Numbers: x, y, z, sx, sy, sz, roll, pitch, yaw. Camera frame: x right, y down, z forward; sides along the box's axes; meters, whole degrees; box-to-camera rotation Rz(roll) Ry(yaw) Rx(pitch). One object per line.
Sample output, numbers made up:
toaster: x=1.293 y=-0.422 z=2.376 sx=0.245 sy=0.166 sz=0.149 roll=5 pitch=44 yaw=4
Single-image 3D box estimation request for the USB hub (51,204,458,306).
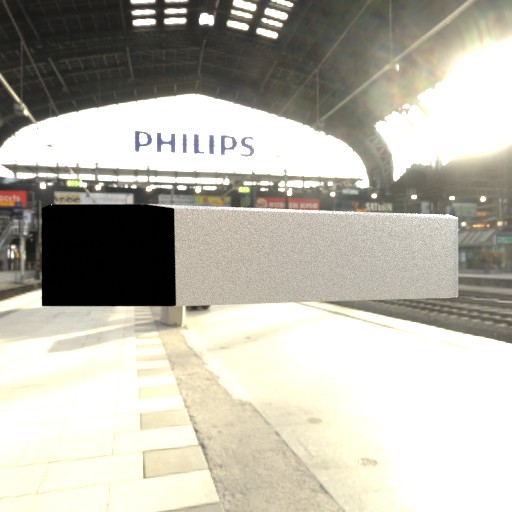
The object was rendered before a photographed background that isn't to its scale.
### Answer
USB hub: x=0.000 y=0.000 z=0.129 sx=0.110 sy=0.023 sz=0.044 roll=0 pitch=0 yaw=-18
